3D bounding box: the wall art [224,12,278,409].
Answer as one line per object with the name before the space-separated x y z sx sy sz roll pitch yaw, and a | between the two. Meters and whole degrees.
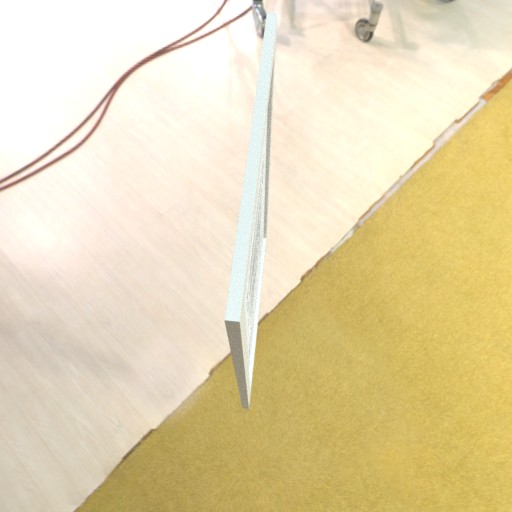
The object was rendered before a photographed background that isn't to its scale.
wall art | 0.000 0.000 0.679 0.013 0.533 0.381 5 64 3
